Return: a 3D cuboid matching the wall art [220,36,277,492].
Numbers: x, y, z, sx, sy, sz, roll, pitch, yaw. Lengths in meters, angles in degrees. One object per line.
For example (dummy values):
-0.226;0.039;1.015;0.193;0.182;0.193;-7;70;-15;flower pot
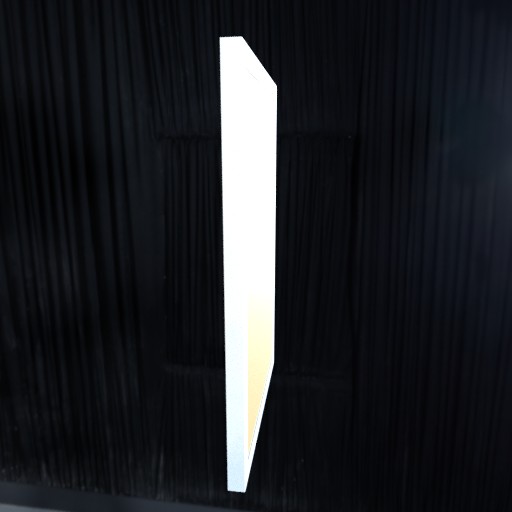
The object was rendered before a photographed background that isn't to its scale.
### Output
0.000;0.000;1.158;0.039;0.915;0.612;2;14;8;wall art
